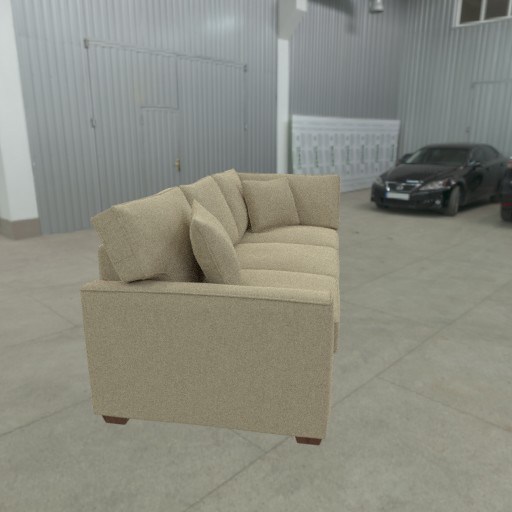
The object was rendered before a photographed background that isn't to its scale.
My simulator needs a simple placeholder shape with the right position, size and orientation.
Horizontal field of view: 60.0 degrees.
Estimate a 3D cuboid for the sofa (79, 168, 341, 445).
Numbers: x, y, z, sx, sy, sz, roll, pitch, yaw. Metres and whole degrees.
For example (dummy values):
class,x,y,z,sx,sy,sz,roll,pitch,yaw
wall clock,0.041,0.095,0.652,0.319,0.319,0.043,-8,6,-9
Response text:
class,x,y,z,sx,sy,sz,roll,pitch,yaw
sofa,0.000,0.000,2.806,1.061,0.962,2.317,2,15,9
